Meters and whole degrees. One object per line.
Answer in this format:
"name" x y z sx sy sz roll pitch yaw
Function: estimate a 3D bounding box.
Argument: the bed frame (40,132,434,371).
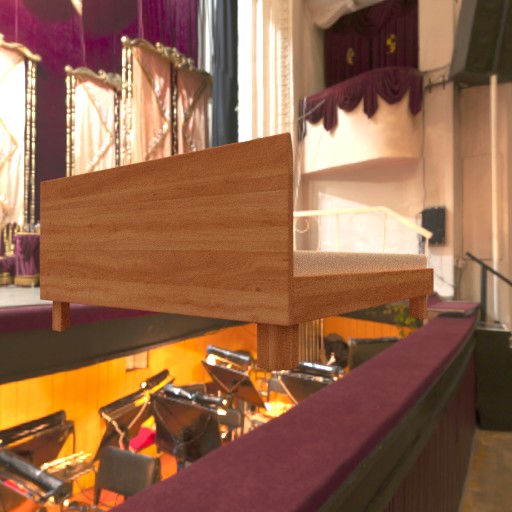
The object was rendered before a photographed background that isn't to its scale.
"bed frame" 0.000 0.000 3.101 1.872 0.940 2.092 0 0 37
